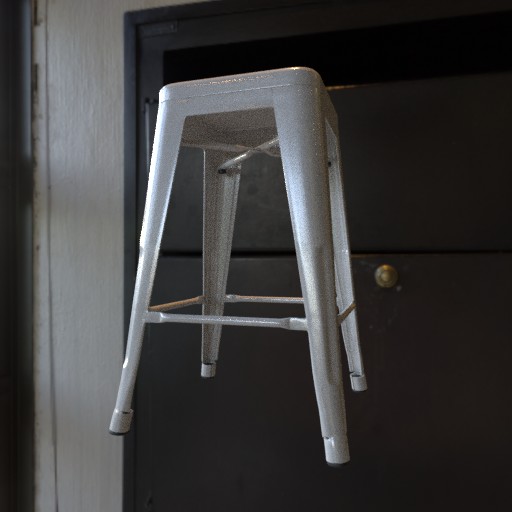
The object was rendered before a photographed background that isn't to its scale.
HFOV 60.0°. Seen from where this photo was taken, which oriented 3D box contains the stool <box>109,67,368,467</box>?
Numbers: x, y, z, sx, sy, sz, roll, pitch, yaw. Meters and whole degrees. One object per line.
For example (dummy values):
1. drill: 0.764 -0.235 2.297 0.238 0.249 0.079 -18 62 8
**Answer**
1. stool: 0.000 0.000 0.880 0.406 0.610 0.406 0 0 18
